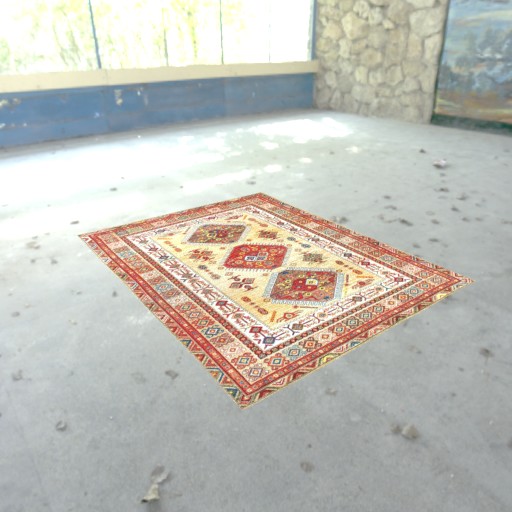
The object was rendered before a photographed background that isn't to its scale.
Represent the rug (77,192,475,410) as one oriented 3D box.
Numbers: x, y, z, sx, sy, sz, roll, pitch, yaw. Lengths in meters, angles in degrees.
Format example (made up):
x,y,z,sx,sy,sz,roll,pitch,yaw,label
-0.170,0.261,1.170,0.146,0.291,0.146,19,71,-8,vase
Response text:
x,y,z,sx,sy,sz,roll,pitch,yaw,label
0.000,0.000,4.251,2.460,0.005,3.067,-18,32,-32,rug
